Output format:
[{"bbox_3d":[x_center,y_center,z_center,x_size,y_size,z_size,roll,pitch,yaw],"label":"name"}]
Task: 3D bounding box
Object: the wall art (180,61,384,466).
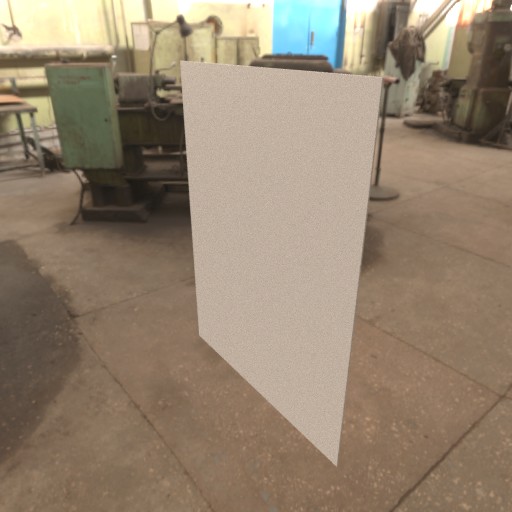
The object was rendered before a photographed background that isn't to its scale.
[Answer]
[{"bbox_3d":[0.000,0.000,0.776,0.003,0.610,0.457,-18,32,-32],"label":"wall art"}]
